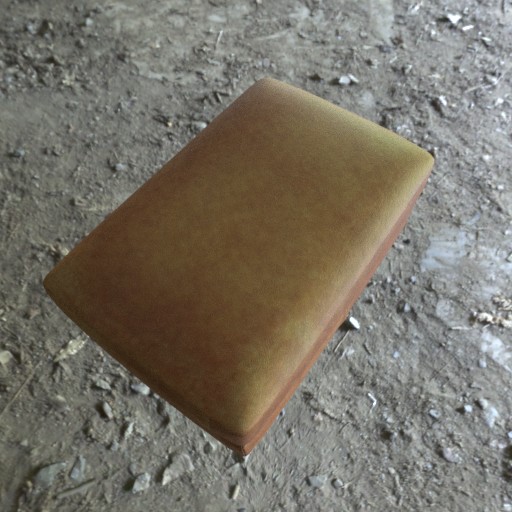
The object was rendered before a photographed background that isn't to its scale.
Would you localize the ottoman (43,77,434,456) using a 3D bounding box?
[{"bbox_3d":[0.000,0.000,1.182,0.565,0.507,0.852,32,65,17],"label":"ottoman"}]
